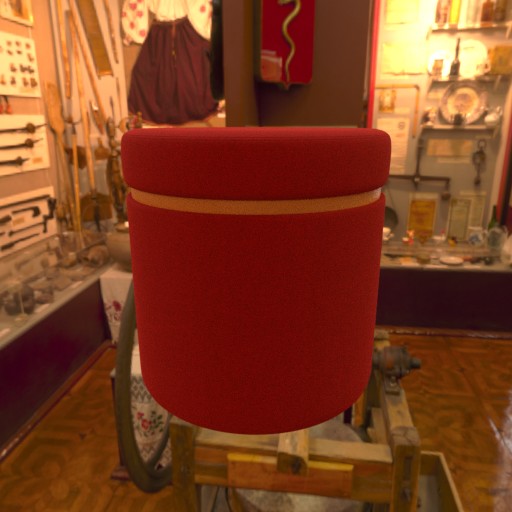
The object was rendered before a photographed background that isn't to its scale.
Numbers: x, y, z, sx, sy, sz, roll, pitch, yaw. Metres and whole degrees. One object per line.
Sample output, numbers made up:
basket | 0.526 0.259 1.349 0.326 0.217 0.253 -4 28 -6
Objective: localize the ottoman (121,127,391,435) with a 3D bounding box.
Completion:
ottoman | 0.000 0.000 0.732 0.400 0.406 0.400 0 17 0
